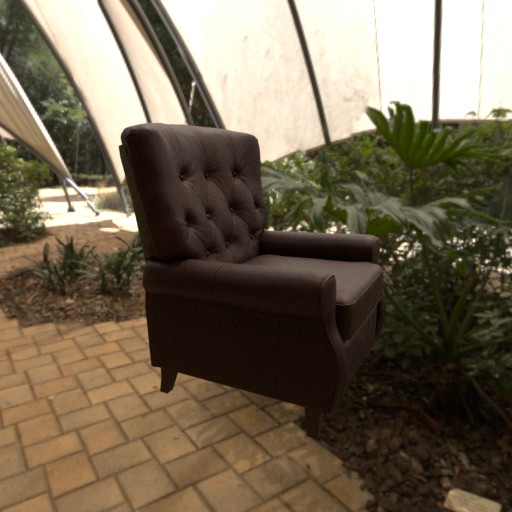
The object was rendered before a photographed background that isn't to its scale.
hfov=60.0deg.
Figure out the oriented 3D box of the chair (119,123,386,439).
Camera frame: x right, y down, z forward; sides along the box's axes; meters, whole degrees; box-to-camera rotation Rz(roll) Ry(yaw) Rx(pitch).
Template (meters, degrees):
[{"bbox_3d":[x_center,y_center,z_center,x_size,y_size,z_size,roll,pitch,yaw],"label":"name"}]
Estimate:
[{"bbox_3d":[0.000,0.000,1.999,1.058,1.158,0.948,7,15,26],"label":"chair"}]
